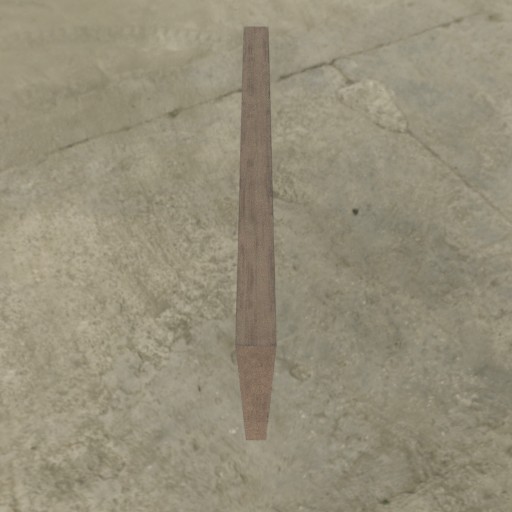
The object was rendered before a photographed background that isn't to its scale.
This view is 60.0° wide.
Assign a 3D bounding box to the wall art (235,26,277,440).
[{"bbox_3d":[0.000,0.000,0.758,0.038,0.508,0.508,0,58,0],"label":"wall art"}]
